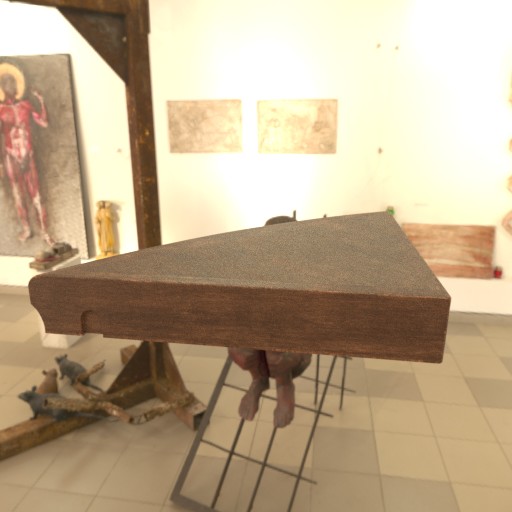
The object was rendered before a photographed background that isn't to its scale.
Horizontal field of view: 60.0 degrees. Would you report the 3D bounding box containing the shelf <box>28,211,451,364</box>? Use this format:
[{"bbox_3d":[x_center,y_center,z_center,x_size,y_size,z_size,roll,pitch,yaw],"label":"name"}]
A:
[{"bbox_3d":[0.000,0.000,0.469,0.310,0.050,0.310,3,17,8],"label":"shelf"}]
